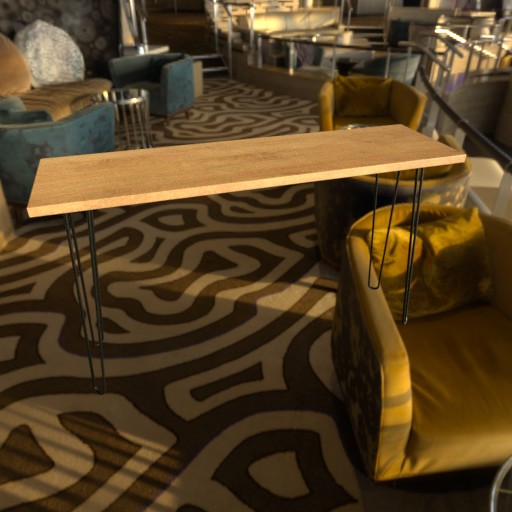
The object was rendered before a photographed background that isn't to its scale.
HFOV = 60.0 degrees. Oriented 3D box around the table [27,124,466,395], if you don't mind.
[{"bbox_3d":[0.000,0.000,1.723,1.400,0.799,0.399,-10,33,-15],"label":"table"}]
